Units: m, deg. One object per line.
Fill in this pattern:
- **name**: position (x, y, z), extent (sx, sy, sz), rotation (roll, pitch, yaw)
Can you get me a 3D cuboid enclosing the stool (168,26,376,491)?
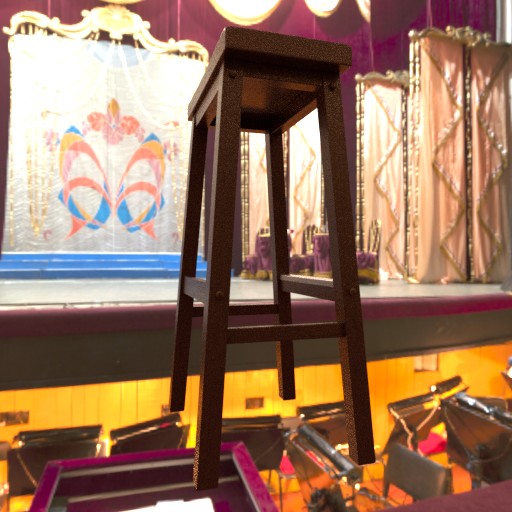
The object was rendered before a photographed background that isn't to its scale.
- **stool**: position (0.000, 0.000, 0.937), extent (0.322, 0.742, 0.406), rotation (0, 0, -17)
